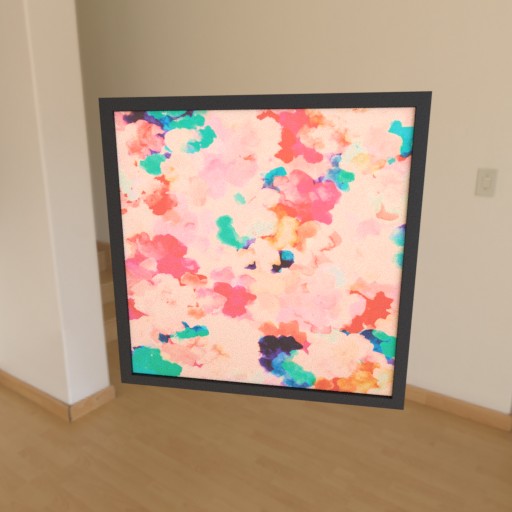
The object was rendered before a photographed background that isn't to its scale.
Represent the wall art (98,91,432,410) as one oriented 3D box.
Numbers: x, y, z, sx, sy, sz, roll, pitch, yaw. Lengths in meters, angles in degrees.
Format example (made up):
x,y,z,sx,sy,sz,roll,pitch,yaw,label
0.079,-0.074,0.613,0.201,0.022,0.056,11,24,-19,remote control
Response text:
x,y,z,sx,sy,sz,roll,pitch,yaw,label
0.000,0.000,0.445,0.306,0.304,0.015,2,14,10,wall art
